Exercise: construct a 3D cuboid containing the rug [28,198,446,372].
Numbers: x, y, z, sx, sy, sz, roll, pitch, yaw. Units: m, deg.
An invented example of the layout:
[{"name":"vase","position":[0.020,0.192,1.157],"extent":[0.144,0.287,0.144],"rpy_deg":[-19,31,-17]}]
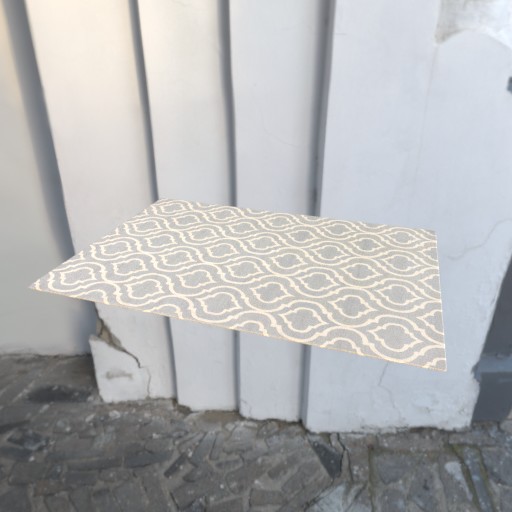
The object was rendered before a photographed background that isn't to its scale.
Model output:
[{"name":"rug","position":[0.000,0.000,2.673],"extent":[2.080,0.010,1.451],"rpy_deg":[9,28,16]}]
